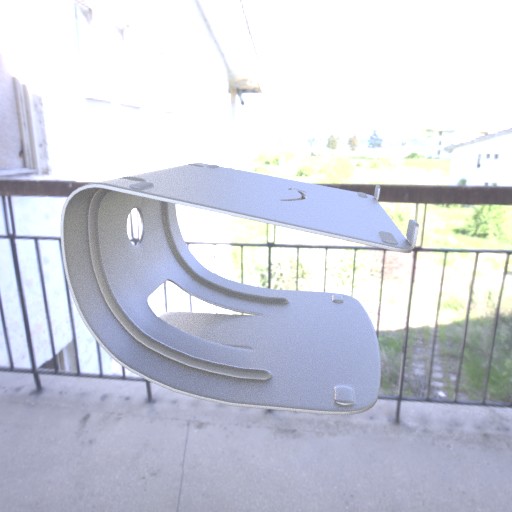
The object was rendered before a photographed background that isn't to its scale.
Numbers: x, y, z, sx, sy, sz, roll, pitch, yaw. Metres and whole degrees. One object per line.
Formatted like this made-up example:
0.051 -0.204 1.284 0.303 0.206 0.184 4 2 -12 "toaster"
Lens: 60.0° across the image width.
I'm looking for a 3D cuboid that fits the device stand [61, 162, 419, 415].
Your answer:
0.000 0.000 0.409 0.236 0.155 0.256 2 15 9 "device stand"
